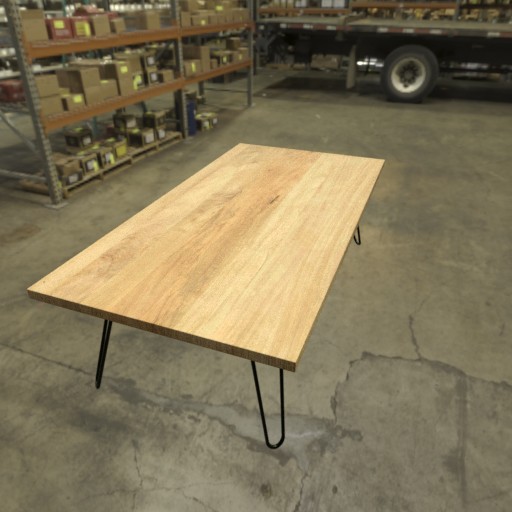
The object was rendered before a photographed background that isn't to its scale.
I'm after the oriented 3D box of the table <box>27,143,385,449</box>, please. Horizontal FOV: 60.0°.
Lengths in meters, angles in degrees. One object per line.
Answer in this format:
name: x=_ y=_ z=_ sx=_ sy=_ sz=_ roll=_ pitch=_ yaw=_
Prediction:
table: x=0.000 y=0.000 z=1.634 sx=0.699 sy=0.400 sz=1.348 roll=11 pitch=32 yaw=18
